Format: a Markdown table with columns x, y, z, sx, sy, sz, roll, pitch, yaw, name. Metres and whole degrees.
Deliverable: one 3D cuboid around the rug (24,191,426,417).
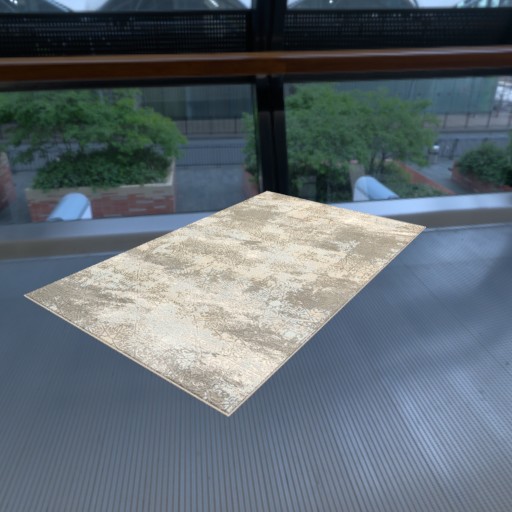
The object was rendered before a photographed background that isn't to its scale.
| x | y | z | sx | sy | sz | roll | pitch | yaw | name |
| --- | --- | --- | --- | --- | --- | --- | --- | --- | --- |
| 0.000 | 0.000 | 3.023 | 1.536 | 0.012 | 2.431 | 18 | 31 | 32 | rug |
